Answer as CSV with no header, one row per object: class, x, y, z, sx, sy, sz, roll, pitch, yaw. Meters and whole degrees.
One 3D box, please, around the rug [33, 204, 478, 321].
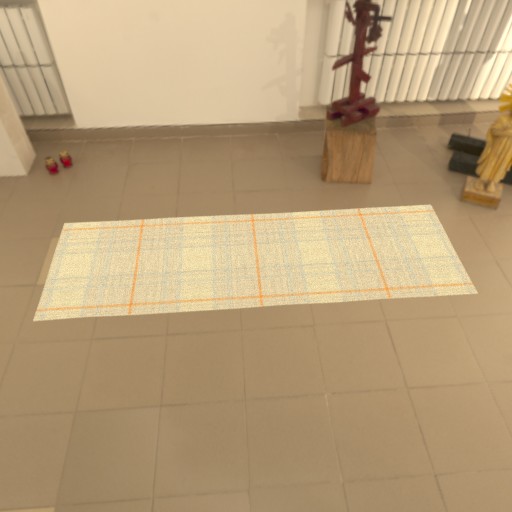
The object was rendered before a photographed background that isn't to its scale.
rug,0.000,0.000,2.686,2.442,0.016,0.770,-3,47,-3
